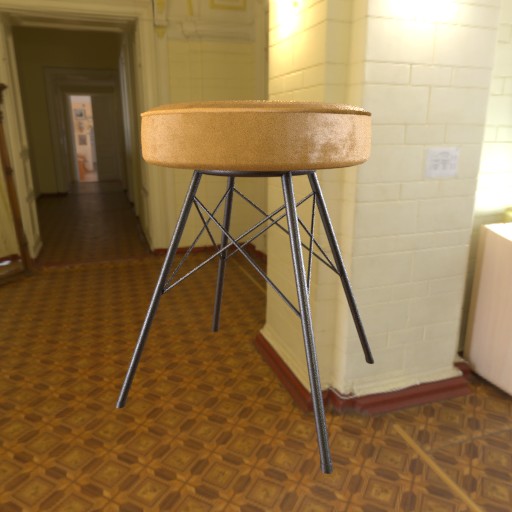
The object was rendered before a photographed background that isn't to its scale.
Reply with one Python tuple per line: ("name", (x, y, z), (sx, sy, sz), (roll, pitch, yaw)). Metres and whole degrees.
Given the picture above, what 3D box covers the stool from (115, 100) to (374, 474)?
("stool", (0.000, 0.000, 0.921), (0.472, 0.595, 0.438), (8, 17, 25))
